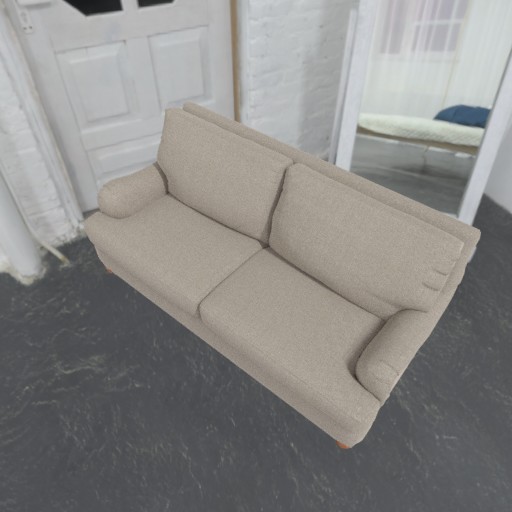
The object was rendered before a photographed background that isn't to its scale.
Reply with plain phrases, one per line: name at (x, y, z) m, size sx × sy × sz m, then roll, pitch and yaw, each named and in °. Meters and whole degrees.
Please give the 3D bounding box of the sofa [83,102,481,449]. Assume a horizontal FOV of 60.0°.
sofa at (0.000, 0.000, 2.742) m, size 2.160 × 1.054 × 1.087 m, roll 31°, pitch 55°, yaw 25°
